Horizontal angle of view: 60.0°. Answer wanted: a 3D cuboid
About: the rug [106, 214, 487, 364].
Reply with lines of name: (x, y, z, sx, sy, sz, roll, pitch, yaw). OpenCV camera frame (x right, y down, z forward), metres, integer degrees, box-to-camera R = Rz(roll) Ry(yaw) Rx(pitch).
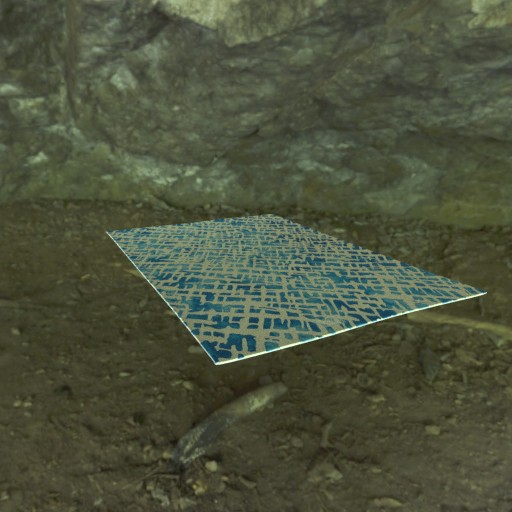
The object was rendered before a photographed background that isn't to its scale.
rug: (0.000, 0.000, 2.324, 1.209, 0.011, 1.830, -9, 19, -26)
